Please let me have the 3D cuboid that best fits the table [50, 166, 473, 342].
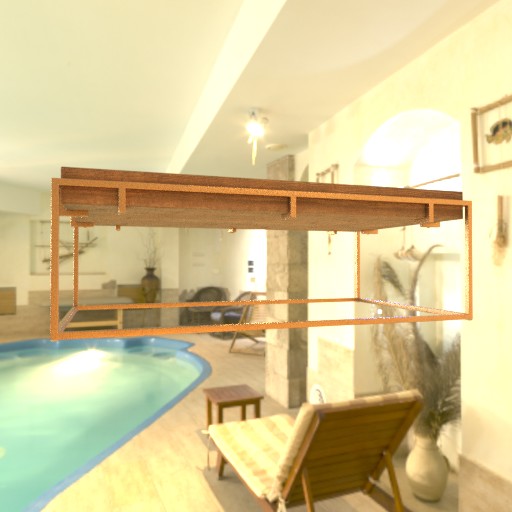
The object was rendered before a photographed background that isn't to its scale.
[{"bbox_3d":[0.000,0.000,1.747,1.387,0.468,0.775,0,-1,-18],"label":"table"}]
